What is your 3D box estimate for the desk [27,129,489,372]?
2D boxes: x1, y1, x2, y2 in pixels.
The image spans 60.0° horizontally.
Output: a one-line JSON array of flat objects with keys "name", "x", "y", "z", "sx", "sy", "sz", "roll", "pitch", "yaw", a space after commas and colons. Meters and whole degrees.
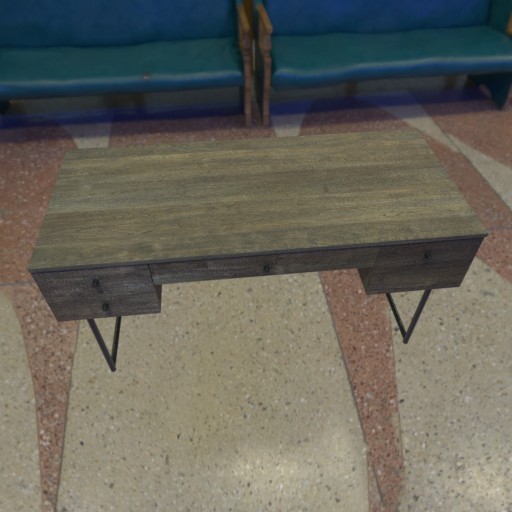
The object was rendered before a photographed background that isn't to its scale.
[{"name": "desk", "x": 0.000, "y": 0.000, "z": 2.046, "sx": 1.600, "sy": 0.780, "sz": 0.730, "roll": -4, "pitch": 47, "yaw": -4}]
